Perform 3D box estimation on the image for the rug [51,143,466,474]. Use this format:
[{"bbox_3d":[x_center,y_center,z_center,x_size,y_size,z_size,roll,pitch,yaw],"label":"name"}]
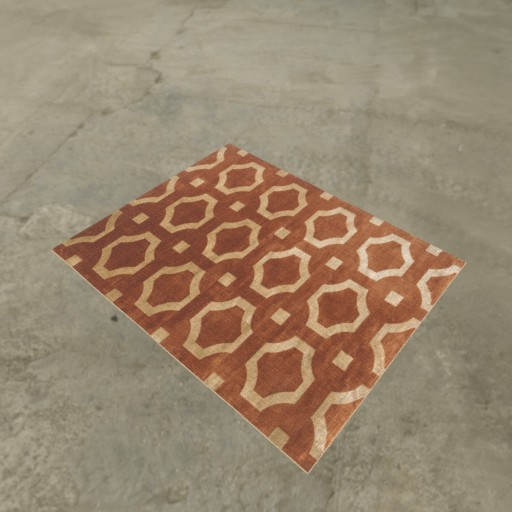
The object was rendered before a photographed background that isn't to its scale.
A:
[{"bbox_3d":[0.000,0.000,4.173,3.049,0.021,2.466,32,54,27],"label":"rug"}]
